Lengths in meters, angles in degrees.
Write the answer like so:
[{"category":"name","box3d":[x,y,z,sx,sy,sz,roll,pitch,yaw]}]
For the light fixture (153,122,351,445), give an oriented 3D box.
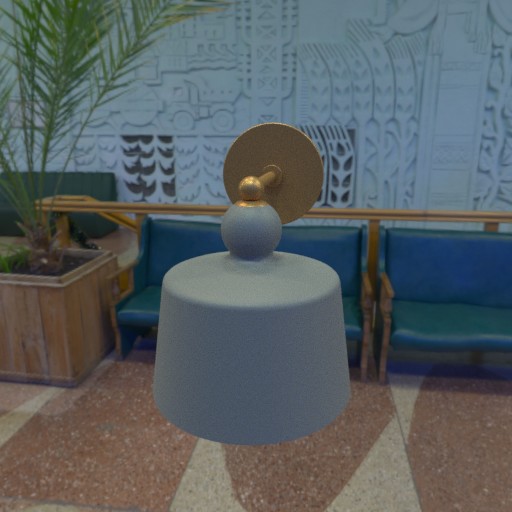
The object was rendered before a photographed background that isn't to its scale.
[{"category":"light fixture","box3d":[0.000,0.000,0.457,0.204,0.268,0.254,3,16,10]}]
